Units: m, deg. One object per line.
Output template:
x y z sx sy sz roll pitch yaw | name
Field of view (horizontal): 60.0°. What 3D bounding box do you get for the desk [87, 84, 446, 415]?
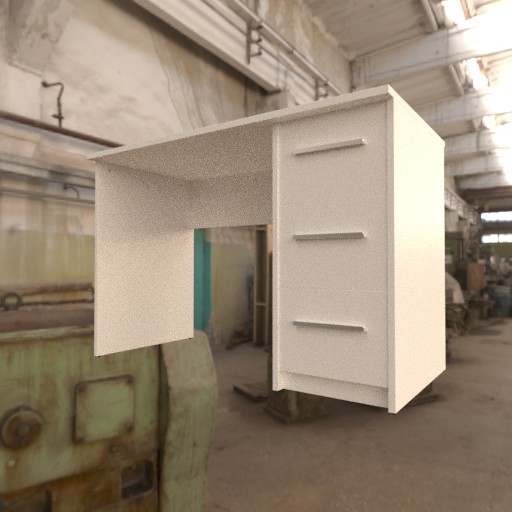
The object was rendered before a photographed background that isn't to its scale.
0.000 0.000 1.509 1.097 0.735 0.560 -1 -1 35 | desk
